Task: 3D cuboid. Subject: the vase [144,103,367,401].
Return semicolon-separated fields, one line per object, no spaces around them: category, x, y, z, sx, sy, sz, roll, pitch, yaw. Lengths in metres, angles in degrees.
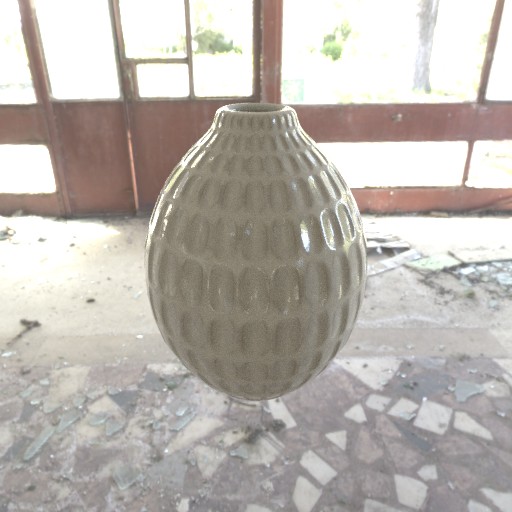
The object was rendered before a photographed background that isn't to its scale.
vase;0.000;0.000;0.260;0.128;0.167;0.128;0;26;0
